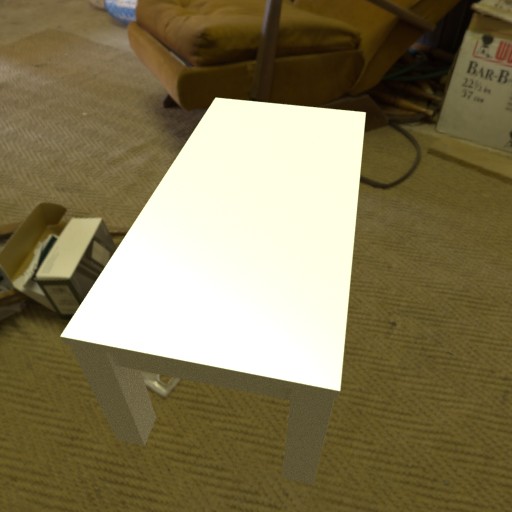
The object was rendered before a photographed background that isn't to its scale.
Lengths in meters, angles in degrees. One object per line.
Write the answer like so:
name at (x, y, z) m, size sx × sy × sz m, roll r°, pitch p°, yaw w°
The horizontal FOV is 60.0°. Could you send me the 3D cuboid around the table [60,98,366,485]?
table at (0.000, 0.000, 2.266) m, size 0.900 × 0.790 × 1.800 m, roll 9°, pitch 45°, yaw 9°
